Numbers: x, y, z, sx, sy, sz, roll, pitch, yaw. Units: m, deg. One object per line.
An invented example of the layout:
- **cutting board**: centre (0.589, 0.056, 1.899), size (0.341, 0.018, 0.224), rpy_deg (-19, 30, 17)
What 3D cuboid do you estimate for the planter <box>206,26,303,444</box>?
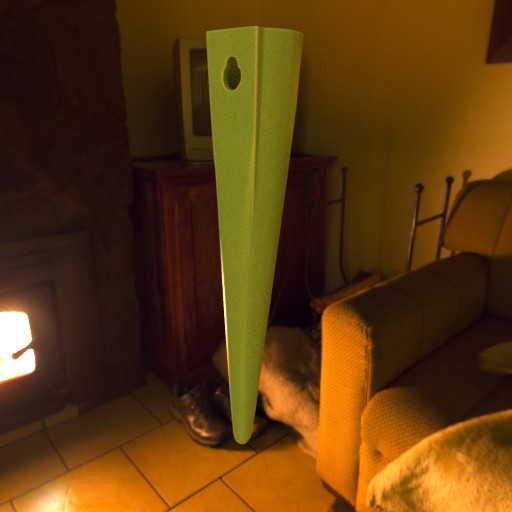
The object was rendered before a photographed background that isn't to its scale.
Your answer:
- **planter**: centre (0.000, 0.000, 0.296), size (0.054, 0.268, 0.055), rpy_deg (9, 20, 27)
